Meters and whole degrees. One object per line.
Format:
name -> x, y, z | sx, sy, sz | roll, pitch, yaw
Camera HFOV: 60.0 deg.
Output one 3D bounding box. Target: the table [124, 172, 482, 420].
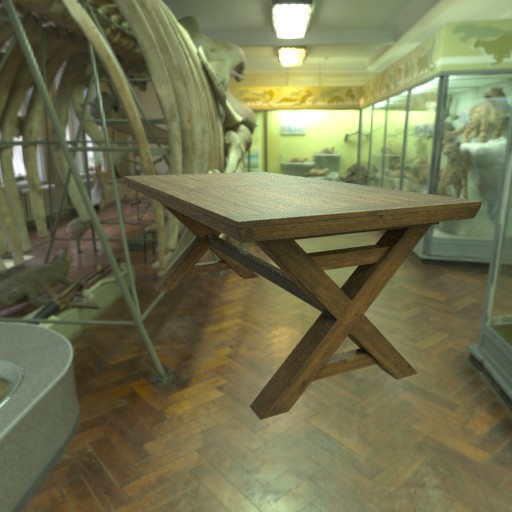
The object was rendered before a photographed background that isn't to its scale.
table -> 0.000, 0.000, 2.514 | 1.071, 0.793, 1.966 | -7, 16, -25
